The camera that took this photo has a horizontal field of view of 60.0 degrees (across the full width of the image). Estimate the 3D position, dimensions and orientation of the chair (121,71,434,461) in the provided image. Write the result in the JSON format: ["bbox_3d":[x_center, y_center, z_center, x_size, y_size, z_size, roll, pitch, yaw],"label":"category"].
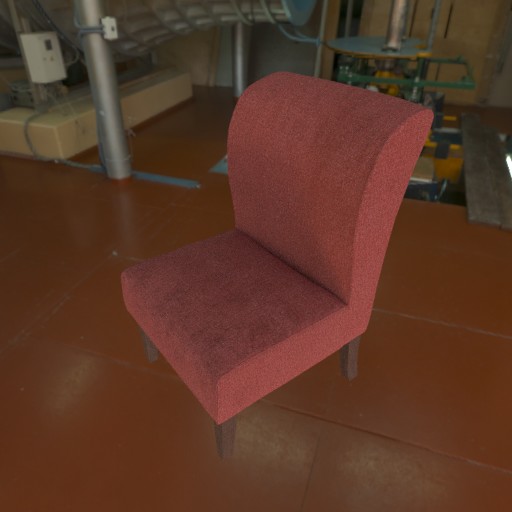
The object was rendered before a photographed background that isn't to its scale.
[{"bbox_3d":[0.000,0.000,1.248,0.640,0.846,0.538,-22,39,-30],"label":"chair"}]
